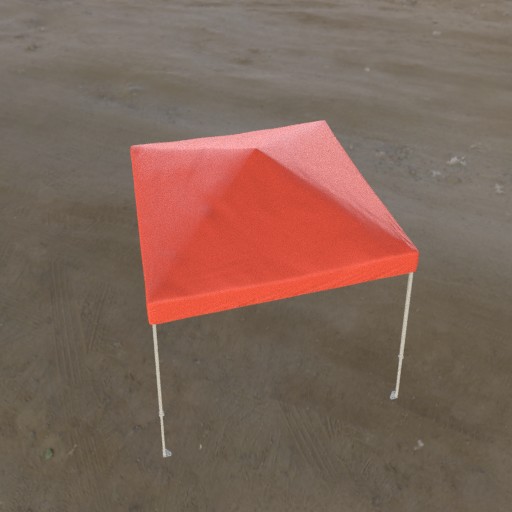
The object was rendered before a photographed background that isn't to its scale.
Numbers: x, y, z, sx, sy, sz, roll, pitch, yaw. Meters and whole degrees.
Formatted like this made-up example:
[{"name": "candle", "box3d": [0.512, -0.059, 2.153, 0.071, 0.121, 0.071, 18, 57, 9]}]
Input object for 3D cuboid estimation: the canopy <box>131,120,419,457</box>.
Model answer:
[{"name": "canopy", "box3d": [0.000, 0.000, 5.101, 2.849, 2.850, 2.850, -10, 47, -10]}]
